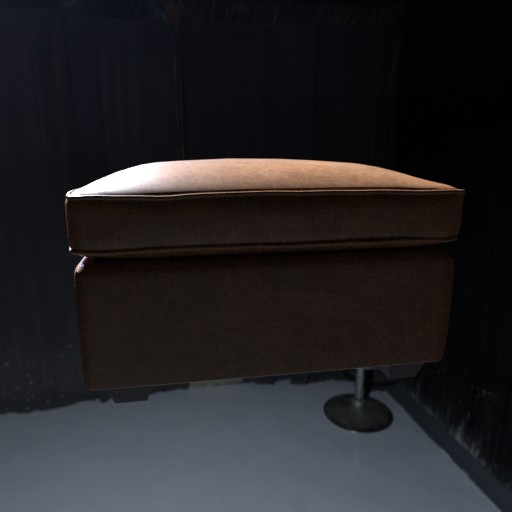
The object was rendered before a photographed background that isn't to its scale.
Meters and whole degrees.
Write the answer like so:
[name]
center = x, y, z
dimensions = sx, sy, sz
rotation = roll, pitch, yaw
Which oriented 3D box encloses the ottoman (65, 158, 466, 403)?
[ottoman]
center = 0.000, 0.000, 1.091
dimensions = 0.756, 0.468, 0.554
rotation = -2, 14, -9
